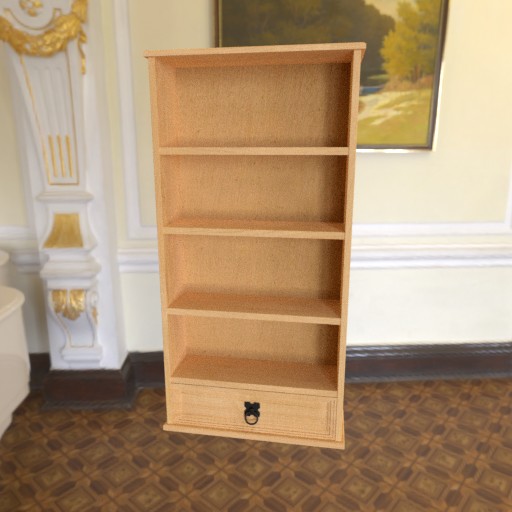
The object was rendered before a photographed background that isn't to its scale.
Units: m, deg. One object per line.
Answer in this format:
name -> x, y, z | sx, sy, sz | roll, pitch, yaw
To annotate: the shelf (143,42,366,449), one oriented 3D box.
shelf -> 0.000, 0.000, 1.218 | 0.520, 1.030, 0.175 | 2, 14, 9
